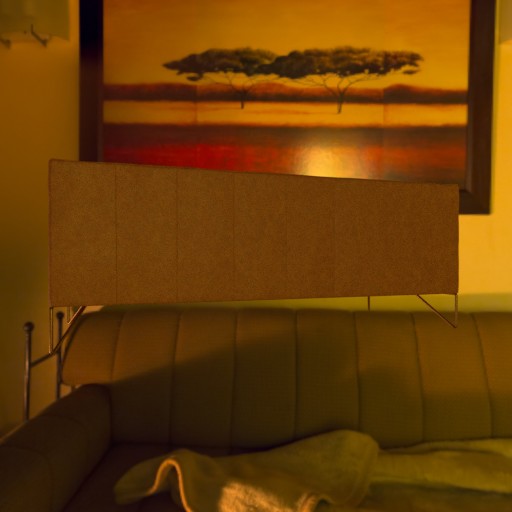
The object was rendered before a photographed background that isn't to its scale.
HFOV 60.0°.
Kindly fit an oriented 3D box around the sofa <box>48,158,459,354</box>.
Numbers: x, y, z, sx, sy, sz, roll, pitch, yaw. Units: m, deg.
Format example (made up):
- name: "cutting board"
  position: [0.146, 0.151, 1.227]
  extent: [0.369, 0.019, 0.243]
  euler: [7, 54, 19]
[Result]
- name: "sofa"
  position: [0.000, 0.000, 2.519]
  extent: [2.079, 0.798, 0.912]
  euler: [0, 0, -19]
